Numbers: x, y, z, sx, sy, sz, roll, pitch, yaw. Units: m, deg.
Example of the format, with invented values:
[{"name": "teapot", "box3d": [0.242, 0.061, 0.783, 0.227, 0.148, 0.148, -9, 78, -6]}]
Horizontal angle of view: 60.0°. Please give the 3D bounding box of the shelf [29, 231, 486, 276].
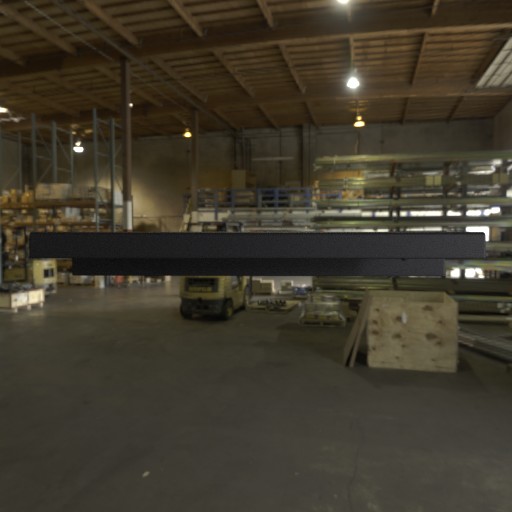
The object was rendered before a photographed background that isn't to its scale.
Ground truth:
[{"name": "shelf", "box3d": [0.000, 0.000, 0.492, 0.456, 0.053, 0.102, 0, 2, 1]}]
